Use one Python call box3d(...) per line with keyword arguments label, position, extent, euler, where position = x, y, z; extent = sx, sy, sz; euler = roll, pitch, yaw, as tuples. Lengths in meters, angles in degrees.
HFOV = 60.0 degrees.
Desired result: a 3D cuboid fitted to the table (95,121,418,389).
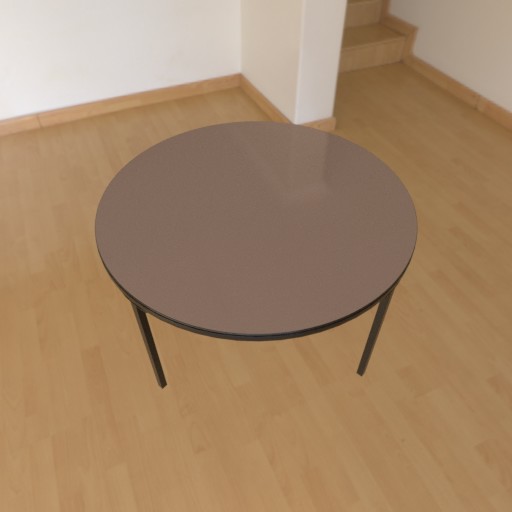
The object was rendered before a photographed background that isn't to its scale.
box3d(label="table", position=(0.000, 0.000, 1.272), extent=(0.800, 0.400, 0.800), euler=(0, 46, 0))
